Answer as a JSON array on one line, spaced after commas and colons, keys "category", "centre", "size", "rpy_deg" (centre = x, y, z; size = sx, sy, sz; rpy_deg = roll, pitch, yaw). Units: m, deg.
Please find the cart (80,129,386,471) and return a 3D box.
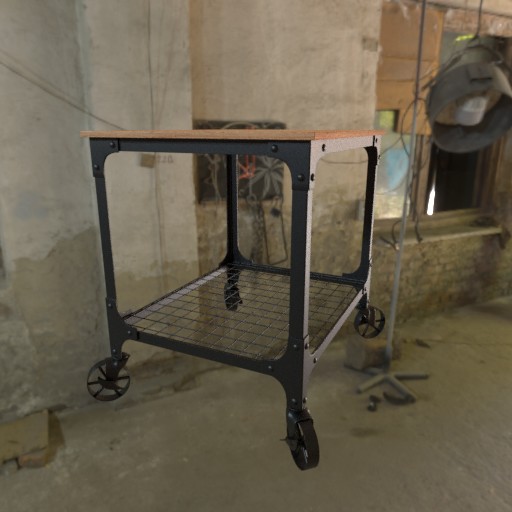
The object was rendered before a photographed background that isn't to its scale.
[{"category": "cart", "centre": [0.000, 0.000, 1.106], "size": [0.558, 0.603, 0.666], "rpy_deg": [8, 18, 25]}]
